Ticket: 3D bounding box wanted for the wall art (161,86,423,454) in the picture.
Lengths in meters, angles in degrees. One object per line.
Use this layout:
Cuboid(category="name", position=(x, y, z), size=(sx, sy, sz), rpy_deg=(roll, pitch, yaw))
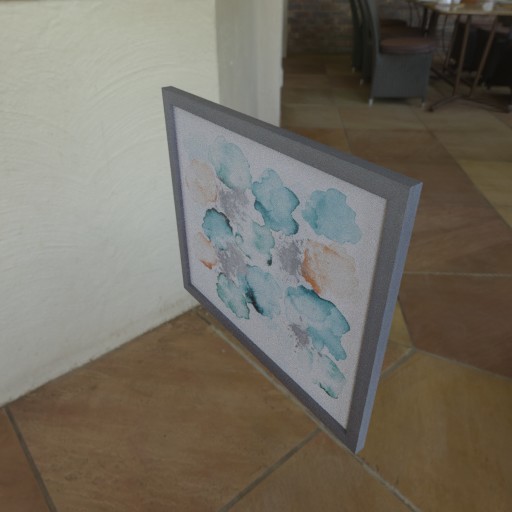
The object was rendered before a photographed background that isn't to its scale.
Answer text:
Cuboid(category="wall art", position=(0.000, 0.000, 0.922), size=(0.026, 0.558, 0.660), rpy_deg=(-23, 40, -30))
